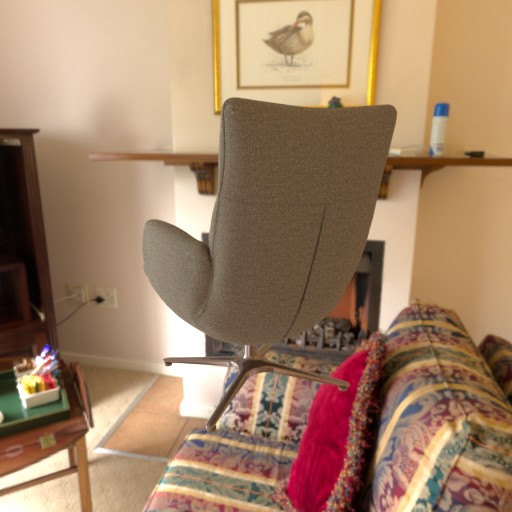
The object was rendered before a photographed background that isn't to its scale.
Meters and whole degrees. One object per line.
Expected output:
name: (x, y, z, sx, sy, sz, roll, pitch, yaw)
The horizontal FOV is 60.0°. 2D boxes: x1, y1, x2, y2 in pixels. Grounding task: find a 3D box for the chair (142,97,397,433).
chair: (0.000, 0.000, 1.564, 0.702, 0.984, 0.831, -7, 16, -26)
